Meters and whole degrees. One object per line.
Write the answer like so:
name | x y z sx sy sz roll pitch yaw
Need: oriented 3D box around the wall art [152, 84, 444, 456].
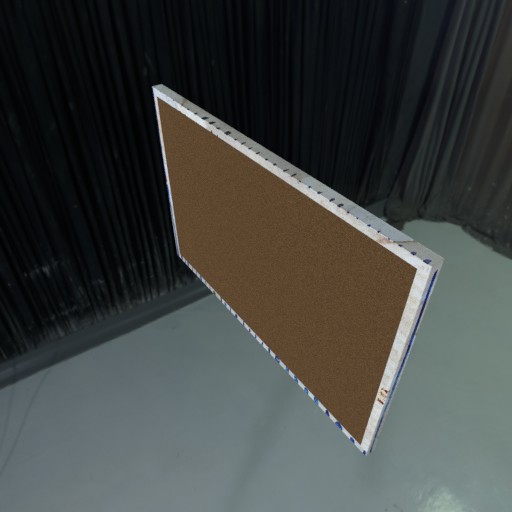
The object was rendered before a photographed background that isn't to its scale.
wall art | 0.000 0.000 1.142 0.030 0.609 0.919 -26 47 -27
